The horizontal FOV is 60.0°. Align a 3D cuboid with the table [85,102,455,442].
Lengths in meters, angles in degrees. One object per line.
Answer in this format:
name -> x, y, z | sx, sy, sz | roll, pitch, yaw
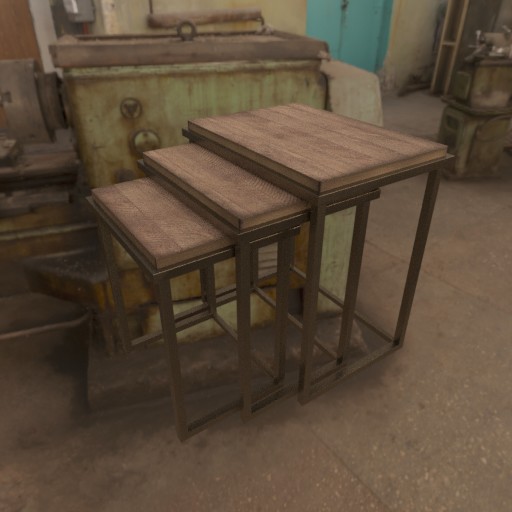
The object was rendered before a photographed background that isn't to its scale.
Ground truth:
table -> 0.000, 0.000, 1.174 | 0.706, 0.610, 0.559 | -19, 36, -29
